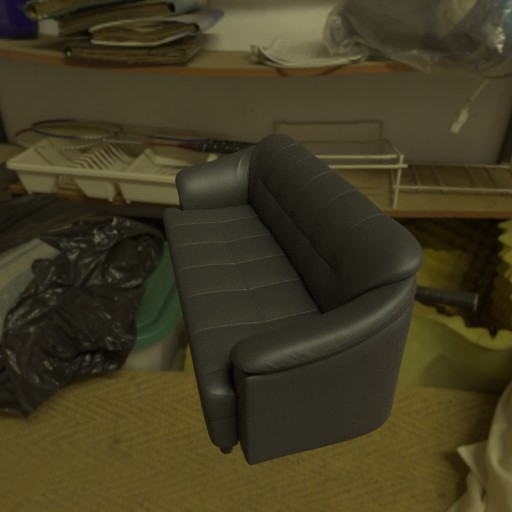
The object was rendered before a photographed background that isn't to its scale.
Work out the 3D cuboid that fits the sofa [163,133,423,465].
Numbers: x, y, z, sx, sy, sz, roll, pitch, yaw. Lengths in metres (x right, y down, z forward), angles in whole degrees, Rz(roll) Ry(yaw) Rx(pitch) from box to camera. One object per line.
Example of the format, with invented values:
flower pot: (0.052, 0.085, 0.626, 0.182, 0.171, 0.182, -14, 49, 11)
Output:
sofa: (0.000, 0.000, 2.192, 0.800, 0.811, 1.829, -8, 31, -13)
